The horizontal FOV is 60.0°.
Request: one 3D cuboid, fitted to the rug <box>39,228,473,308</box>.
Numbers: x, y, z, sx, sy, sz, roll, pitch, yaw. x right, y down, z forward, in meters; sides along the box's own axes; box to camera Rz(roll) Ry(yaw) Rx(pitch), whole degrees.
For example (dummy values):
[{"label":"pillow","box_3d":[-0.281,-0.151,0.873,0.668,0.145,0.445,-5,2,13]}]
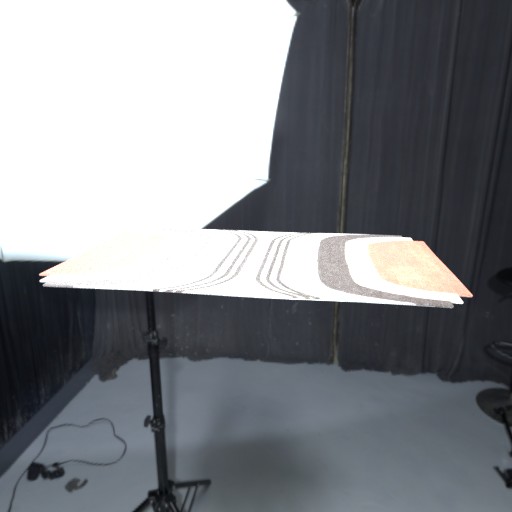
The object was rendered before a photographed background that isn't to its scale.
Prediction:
[{"label":"rug","box_3d":[0.000,0.000,3.030,2.446,0.017,1.530,2,16,8]}]
